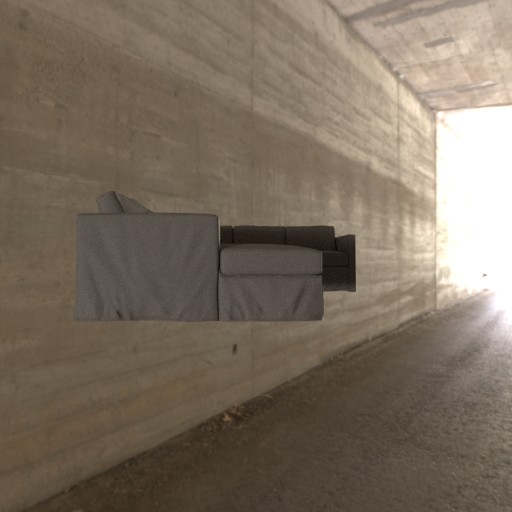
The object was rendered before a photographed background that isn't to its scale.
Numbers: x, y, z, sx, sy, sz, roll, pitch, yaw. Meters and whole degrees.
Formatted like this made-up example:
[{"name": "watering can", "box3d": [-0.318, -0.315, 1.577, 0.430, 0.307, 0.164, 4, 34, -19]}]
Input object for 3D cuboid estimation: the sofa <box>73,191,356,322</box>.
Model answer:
[{"name": "sofa", "box3d": [0.000, 0.000, 4.610, 2.476, 0.878, 3.528, 0, 0, -1]}]
